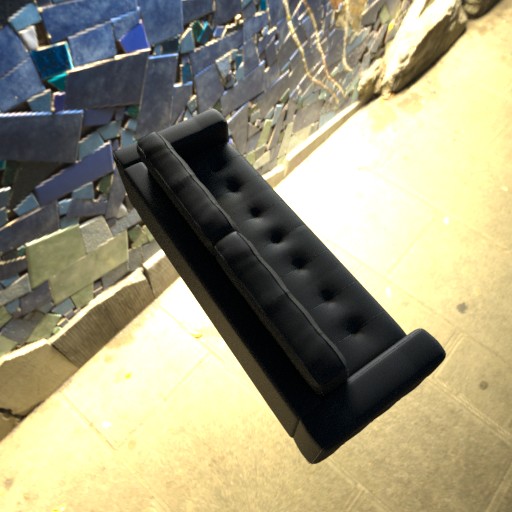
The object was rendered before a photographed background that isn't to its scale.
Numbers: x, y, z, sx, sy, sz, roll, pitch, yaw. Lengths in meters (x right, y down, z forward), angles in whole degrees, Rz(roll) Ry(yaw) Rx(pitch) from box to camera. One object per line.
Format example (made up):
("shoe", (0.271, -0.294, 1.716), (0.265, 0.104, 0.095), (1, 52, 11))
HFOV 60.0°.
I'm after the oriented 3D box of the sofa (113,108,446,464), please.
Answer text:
("sofa", (0.000, 0.000, 2.745), (0.833, 0.893, 2.275), (-30, 62, -18))
